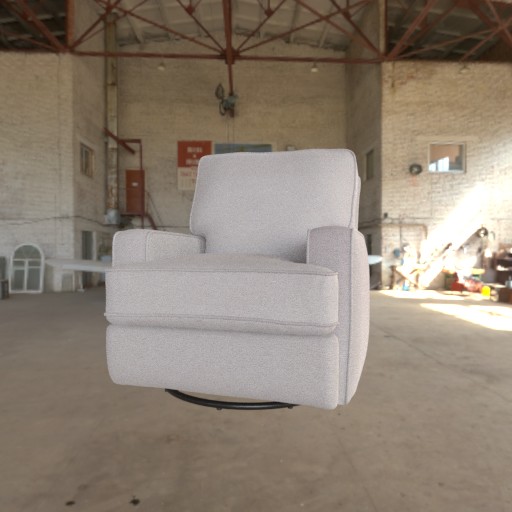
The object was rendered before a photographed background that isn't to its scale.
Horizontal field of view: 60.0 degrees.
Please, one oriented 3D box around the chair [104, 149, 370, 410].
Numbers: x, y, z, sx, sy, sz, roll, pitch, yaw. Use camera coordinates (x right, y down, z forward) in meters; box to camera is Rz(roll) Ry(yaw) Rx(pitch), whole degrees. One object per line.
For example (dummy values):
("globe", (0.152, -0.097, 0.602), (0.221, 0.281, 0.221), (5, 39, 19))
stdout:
("chair", (0.000, 0.000, 1.771), (0.861, 0.964, 0.969), (0, 1, 17))
